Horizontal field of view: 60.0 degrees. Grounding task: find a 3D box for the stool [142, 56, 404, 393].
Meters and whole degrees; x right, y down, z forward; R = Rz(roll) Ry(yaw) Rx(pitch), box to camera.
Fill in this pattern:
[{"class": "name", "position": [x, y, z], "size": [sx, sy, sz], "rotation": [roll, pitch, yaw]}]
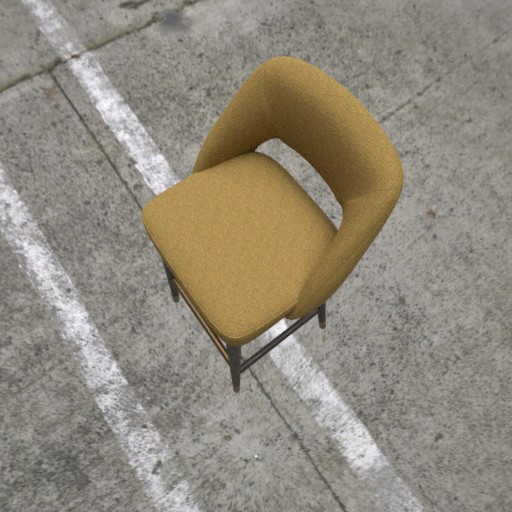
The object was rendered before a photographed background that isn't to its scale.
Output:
[{"class": "stool", "position": [0.000, 0.000, 1.346], "size": [0.522, 1.032, 0.536], "rotation": [-33, 70, -14]}]
